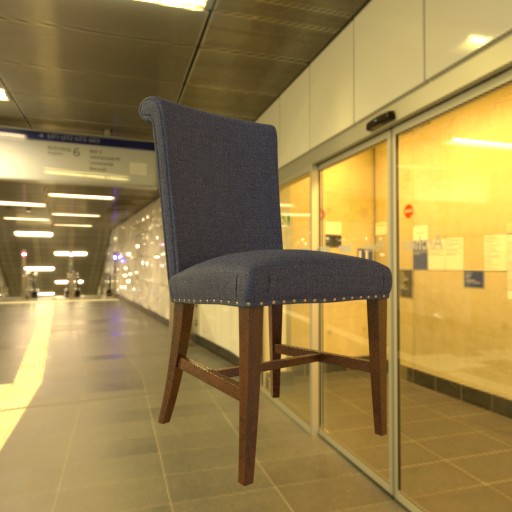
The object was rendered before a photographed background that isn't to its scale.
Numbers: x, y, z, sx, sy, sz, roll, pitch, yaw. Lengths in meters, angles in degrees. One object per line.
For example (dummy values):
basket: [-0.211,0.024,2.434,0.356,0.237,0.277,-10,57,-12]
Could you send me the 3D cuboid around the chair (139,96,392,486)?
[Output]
chair: [0.000,0.000,1.313,0.513,0.988,0.608,1,-2,-37]
